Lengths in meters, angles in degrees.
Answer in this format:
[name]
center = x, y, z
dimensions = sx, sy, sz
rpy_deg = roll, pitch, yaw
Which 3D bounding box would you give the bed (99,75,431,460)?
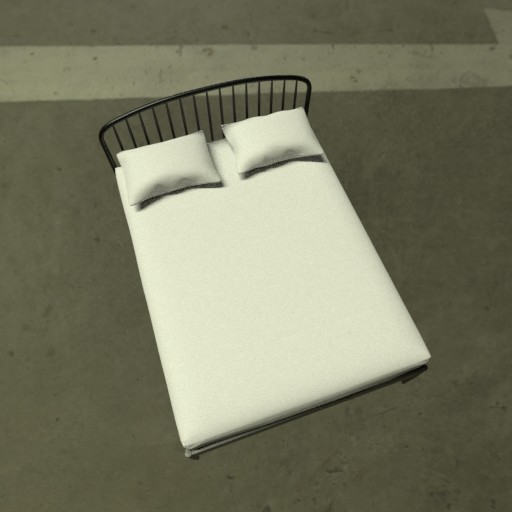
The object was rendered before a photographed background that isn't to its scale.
[bed]
center = 0.000, 0.000, 3.095
dimensions = 1.618, 1.166, 2.159
rpy_deg = -17, 64, -9
